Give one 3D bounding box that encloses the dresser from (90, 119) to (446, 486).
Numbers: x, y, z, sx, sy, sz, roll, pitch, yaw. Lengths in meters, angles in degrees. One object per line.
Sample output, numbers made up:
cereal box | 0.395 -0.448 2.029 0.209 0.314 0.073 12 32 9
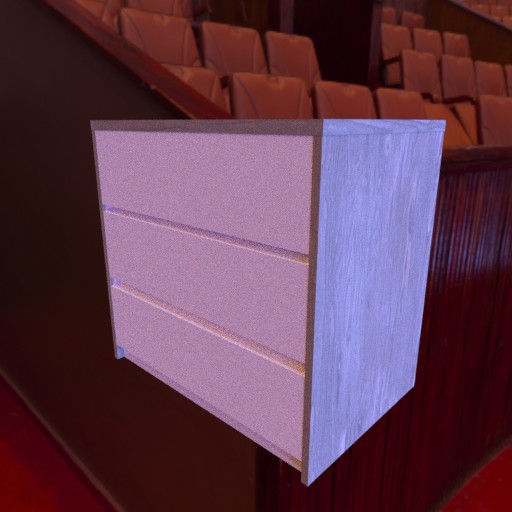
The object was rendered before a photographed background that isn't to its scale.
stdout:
dresser | 0.000 0.000 1.301 0.809 0.762 0.529 15 23 41
